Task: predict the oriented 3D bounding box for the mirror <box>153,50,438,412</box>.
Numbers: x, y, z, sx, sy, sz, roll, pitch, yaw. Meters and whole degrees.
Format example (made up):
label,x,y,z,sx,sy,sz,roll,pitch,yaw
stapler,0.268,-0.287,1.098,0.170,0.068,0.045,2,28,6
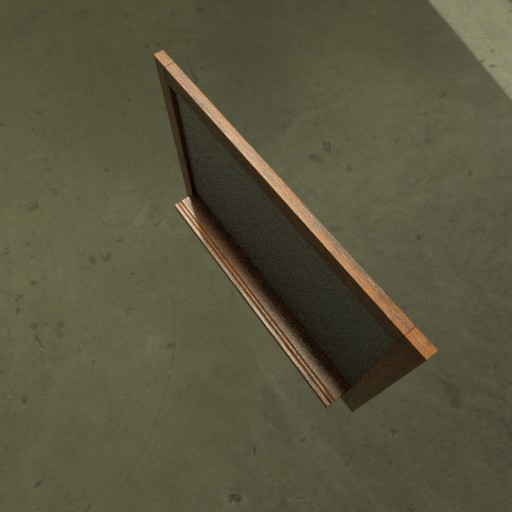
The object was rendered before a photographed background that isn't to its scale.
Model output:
label,x,y,z,sx,sy,sz,roll,pitch,yaw
mirror,0.000,0.000,0.986,0.084,0.537,0.758,-33,68,-15
